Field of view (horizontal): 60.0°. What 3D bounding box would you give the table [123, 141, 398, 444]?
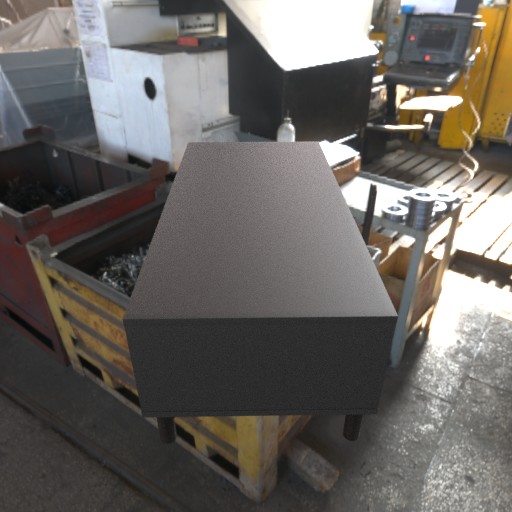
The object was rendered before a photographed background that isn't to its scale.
[{"bbox_3d":[0.000,0.000,1.416,0.550,0.400,1.100,-1,32,-1],"label":"table"}]
